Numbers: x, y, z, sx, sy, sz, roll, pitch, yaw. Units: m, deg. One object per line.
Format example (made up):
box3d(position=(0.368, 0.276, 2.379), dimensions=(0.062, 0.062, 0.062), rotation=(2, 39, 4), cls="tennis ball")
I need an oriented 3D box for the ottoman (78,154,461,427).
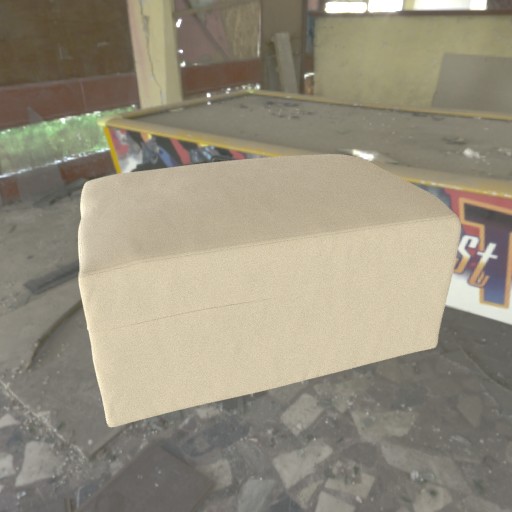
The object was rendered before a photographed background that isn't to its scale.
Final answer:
box3d(position=(0.000, 0.000, 1.213), dimensions=(0.872, 0.444, 0.590), rotation=(-9, 29, -16), cls="ottoman")
